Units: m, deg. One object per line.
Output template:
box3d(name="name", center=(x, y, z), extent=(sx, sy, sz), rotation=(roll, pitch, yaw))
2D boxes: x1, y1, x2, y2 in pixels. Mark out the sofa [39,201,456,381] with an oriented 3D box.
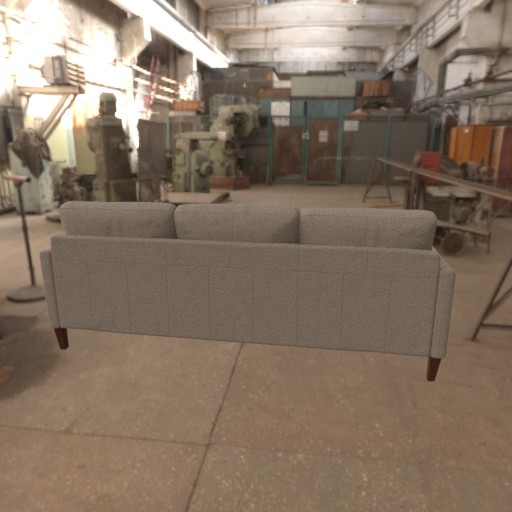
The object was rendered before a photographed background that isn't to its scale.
box3d(name="sofa", center=(0.000, 0.000, 3.005), extent=(2.178, 0.875, 1.506), rotation=(3, 15, 9))
